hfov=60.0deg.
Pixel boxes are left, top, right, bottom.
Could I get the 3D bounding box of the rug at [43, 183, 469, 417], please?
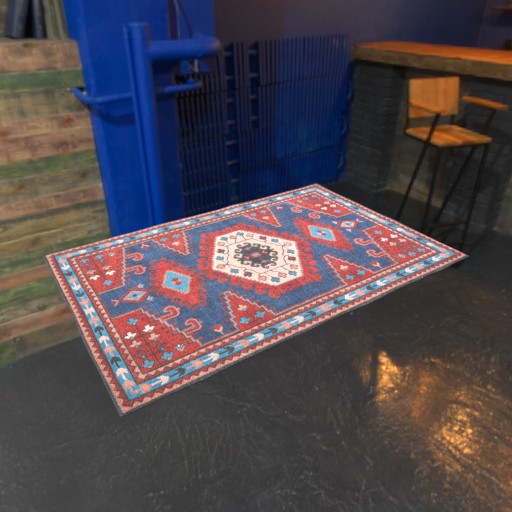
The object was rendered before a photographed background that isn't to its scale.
[{"bbox_3d":[0.000,0.000,2.262,1.820,0.012,1.207,-19,35,-28],"label":"rug"}]
